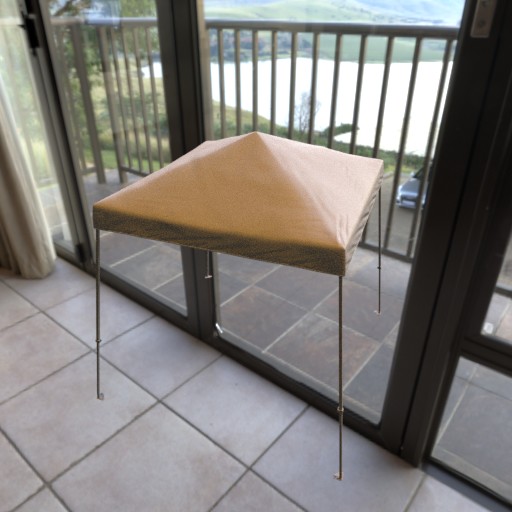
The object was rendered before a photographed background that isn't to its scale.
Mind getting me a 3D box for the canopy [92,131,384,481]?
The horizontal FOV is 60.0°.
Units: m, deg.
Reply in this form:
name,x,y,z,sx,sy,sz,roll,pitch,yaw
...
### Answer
name,x,y,z,sx,sy,sz,roll,pitch,yaw
canopy,0.000,0.000,5.120,2.848,2.849,2.849,11,31,18
